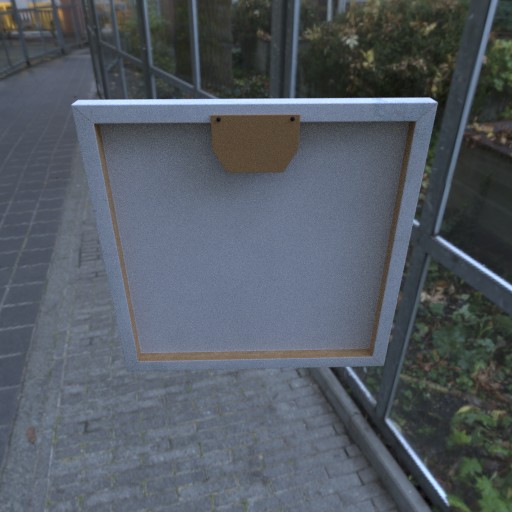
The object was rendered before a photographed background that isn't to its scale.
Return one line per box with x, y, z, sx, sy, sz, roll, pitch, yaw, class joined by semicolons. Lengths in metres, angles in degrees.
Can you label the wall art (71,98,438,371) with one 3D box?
0.000;0.000;0.899;0.605;0.605;0.044;-1;31;-1;wall art
